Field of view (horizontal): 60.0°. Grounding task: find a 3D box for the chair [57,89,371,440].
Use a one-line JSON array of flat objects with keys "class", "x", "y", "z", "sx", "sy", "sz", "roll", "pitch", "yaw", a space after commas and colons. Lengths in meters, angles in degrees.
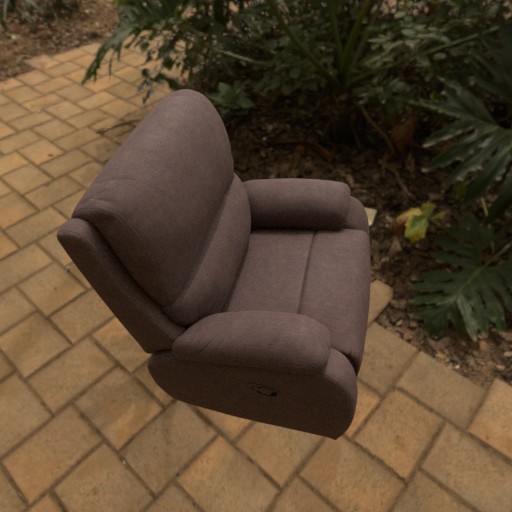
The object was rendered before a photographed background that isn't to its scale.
[{"class": "chair", "x": 0.000, "y": 0.000, "z": 1.671, "sx": 0.899, "sy": 1.011, "sz": 0.930, "roll": 9, "pitch": 46, "yaw": 9}]
